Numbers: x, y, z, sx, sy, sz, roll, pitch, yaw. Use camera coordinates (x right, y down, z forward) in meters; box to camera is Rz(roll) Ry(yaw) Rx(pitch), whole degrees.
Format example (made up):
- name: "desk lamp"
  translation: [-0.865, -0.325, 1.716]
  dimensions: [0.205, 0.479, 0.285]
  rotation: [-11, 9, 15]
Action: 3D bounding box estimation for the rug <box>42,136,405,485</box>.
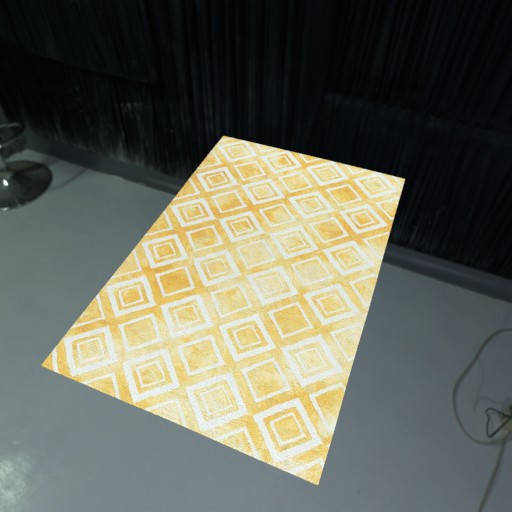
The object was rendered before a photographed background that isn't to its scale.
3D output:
- name: "rug"
  translation: [0.000, 0.000, 2.269]
  dimensions: [1.213, 0.010, 1.829]
  rotation: [17, 51, 14]
